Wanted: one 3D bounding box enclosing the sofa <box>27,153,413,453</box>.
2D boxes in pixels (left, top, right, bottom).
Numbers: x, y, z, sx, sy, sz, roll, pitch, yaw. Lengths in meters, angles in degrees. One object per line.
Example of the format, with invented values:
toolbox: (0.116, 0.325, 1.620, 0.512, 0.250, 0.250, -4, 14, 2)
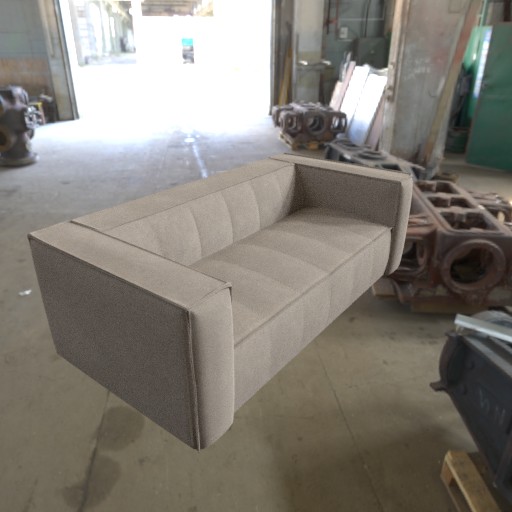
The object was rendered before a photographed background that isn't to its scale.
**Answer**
sofa: (0.000, 0.000, 2.455, 1.038, 0.680, 1.995, 18, 31, 33)
